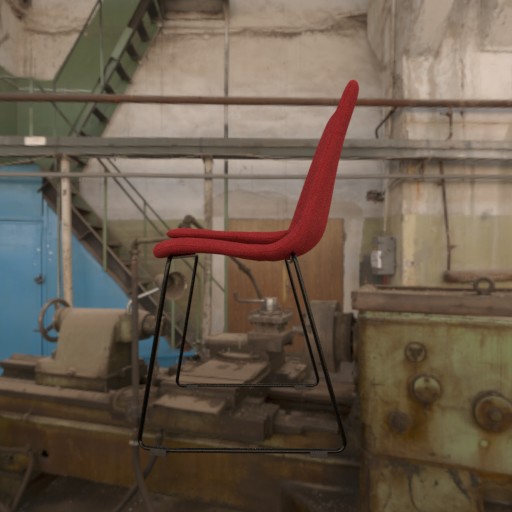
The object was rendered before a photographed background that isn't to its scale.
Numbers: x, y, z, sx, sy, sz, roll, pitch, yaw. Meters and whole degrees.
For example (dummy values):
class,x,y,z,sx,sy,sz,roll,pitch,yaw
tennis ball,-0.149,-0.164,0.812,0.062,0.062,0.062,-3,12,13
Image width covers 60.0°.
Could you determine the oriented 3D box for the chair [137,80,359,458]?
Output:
class,x,y,z,sx,sy,sz,roll,pitch,yaw
chair,0.000,0.000,1.184,0.518,0.858,0.479,0,1,1
